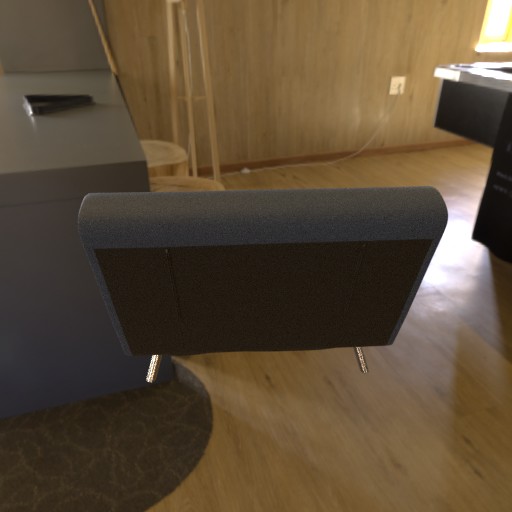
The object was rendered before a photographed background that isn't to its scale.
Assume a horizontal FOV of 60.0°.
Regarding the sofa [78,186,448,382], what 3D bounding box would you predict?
[{"bbox_3d":[0.000,0.000,1.761,0.999,0.860,0.996,-2,30,-3],"label":"sofa"}]
